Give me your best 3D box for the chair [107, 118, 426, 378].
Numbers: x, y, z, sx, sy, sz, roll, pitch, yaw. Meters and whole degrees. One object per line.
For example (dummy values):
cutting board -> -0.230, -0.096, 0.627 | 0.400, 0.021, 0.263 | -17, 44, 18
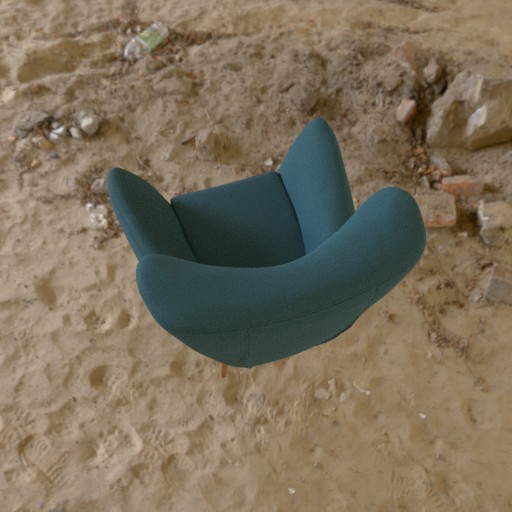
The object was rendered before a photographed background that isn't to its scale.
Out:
chair -> 0.000, 0.000, 1.631 | 0.890, 0.889, 0.889 | -17, 59, -10
